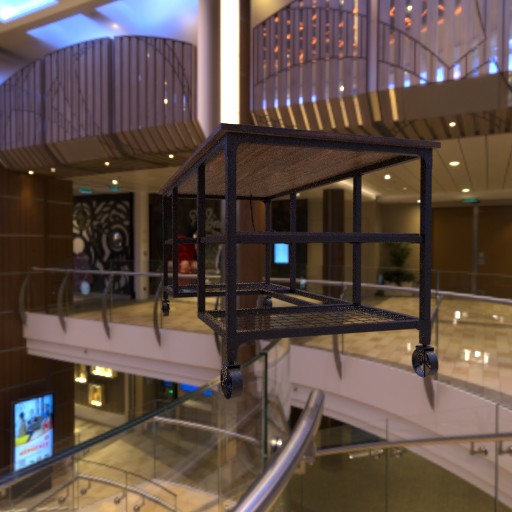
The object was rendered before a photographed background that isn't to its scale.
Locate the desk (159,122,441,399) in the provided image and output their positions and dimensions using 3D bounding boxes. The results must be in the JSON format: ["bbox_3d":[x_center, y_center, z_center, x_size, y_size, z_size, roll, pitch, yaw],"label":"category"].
[{"bbox_3d":[0.000,0.000,2.031,0.711,0.751,1.590,0,1,-18],"label":"desk"}]
